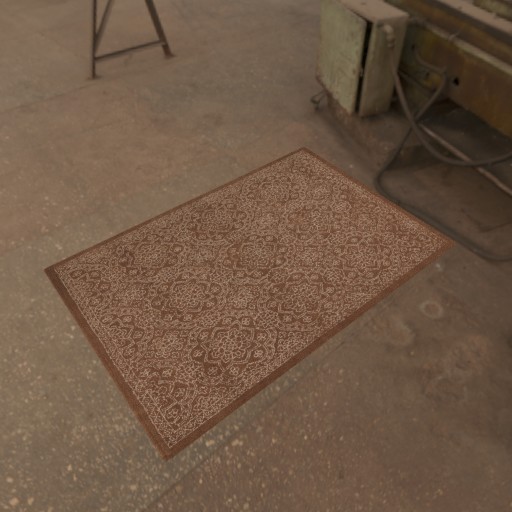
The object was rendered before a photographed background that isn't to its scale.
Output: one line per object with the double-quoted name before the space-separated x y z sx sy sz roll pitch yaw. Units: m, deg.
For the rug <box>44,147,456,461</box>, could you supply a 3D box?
"rug" 0.000 0.000 2.346 1.829 0.010 1.219 -30 53 -26
